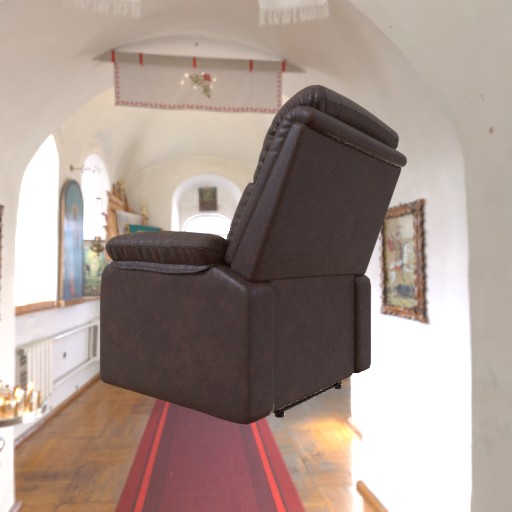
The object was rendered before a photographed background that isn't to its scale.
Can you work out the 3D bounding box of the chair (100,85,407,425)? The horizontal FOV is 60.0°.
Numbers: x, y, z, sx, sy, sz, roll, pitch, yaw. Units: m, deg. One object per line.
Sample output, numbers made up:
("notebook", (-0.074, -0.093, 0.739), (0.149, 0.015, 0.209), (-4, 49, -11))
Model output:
("chair", (0.000, 0.000, 1.663), (0.919, 0.992, 0.855), (0, 0, 38))
